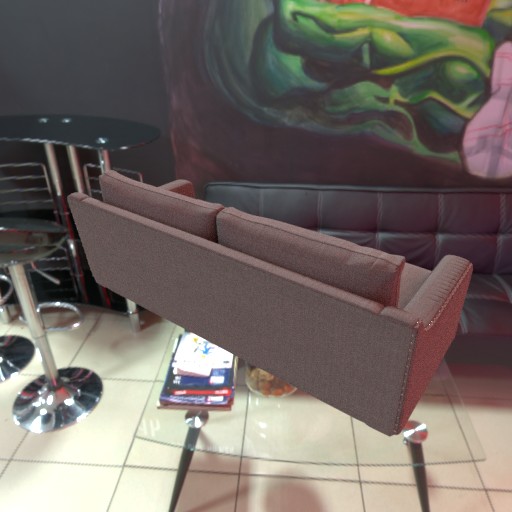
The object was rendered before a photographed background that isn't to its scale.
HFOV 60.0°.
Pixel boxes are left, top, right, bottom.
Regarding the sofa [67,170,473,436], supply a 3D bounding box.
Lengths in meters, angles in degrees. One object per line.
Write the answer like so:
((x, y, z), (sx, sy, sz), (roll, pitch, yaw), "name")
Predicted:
((0.000, 0.000, 2.656), (2.208, 0.857, 1.000), (20, 35, 32), "sofa")
